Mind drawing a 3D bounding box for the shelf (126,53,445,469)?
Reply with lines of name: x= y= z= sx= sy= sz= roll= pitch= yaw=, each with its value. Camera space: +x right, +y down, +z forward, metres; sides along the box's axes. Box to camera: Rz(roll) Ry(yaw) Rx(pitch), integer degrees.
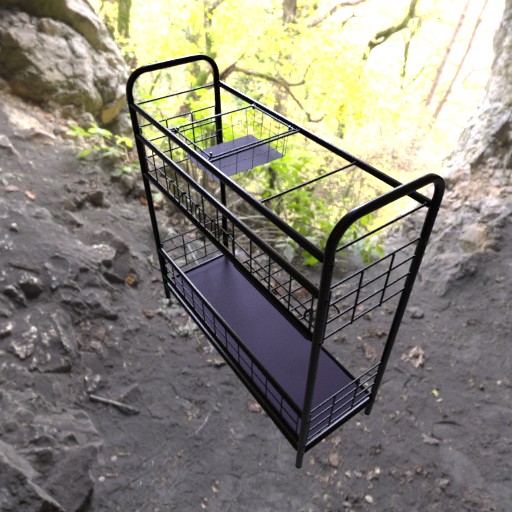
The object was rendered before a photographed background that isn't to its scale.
shelf: x=0.000 y=0.000 z=1.491 sx=0.350 sy=1.026 sz=0.961 roll=-25 pitch=48 yaw=-26
